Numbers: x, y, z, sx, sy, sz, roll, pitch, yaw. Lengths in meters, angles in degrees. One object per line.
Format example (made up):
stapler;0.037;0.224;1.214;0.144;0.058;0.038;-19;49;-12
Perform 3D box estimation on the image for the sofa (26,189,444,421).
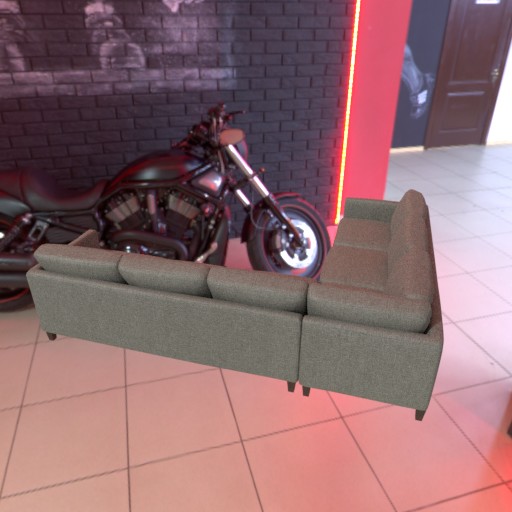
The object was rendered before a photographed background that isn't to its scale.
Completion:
sofa;0.000;0.000;4.430;3.302;0.947;2.593;8;29;15
